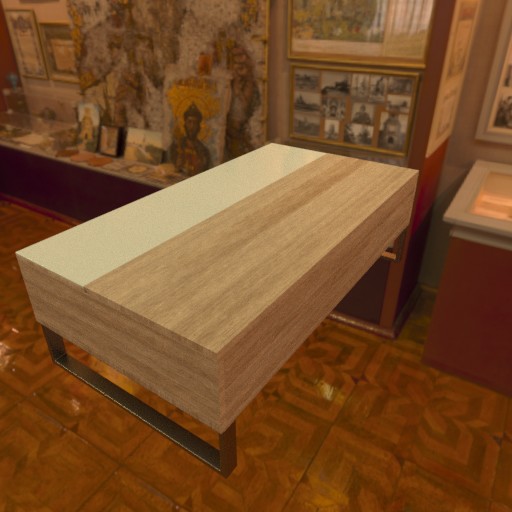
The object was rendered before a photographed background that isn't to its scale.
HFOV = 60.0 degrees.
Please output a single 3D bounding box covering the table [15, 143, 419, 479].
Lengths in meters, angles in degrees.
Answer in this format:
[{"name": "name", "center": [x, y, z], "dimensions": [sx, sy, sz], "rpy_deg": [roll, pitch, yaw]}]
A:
[{"name": "table", "center": [0.000, 0.000, 1.360], "dimensions": [0.600, 0.350, 1.100], "rpy_deg": [19, 35, 29]}]
